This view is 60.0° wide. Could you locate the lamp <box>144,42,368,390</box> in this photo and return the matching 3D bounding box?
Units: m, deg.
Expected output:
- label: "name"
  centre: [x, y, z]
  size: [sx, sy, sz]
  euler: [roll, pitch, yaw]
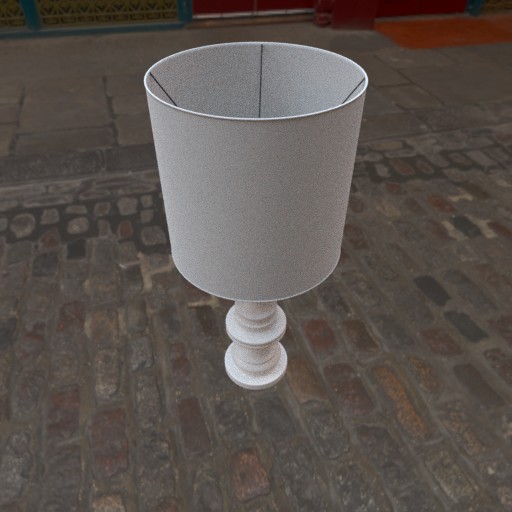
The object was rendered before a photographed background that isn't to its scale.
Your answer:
- label: "lamp"
  centre: [0.000, 0.000, 0.568]
  size: [0.208, 0.455, 0.208]
  euler: [-11, 42, -12]
